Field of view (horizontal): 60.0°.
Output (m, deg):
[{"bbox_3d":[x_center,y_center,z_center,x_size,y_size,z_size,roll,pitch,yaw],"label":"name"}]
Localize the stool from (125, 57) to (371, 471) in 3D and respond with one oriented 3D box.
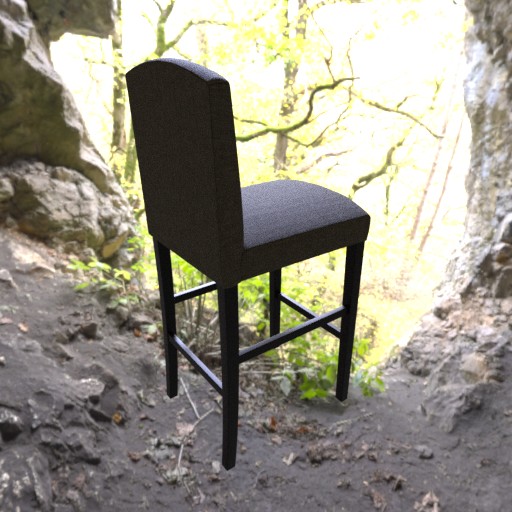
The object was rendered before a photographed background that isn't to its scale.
[{"bbox_3d":[0.000,0.000,1.387,0.552,1.138,0.451,-17,30,-33],"label":"stool"}]
